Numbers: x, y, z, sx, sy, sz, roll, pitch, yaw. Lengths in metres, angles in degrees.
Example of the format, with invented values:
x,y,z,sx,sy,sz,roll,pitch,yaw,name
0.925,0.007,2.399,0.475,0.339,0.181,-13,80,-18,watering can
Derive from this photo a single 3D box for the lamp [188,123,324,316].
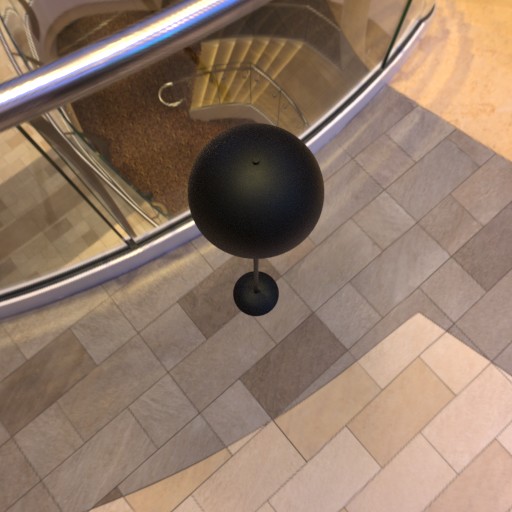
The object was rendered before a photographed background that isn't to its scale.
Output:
x,y,z,sx,sy,sz,roll,pitch,yaw,name
0.000,0.000,1.619,0.328,1.480,0.328,3,75,1,lamp
